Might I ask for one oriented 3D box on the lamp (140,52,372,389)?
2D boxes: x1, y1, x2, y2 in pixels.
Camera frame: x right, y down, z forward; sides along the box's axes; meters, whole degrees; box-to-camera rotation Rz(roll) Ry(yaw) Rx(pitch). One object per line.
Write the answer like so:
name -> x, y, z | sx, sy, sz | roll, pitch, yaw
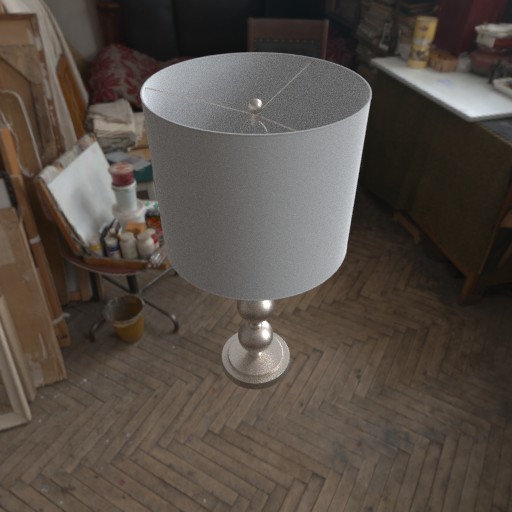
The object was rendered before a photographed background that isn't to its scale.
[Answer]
lamp -> 0.000, 0.000, 0.708 | 0.277, 0.538, 0.277 | 25, 46, 27
